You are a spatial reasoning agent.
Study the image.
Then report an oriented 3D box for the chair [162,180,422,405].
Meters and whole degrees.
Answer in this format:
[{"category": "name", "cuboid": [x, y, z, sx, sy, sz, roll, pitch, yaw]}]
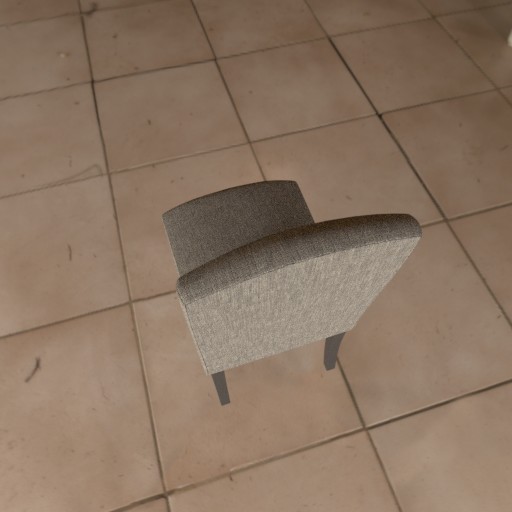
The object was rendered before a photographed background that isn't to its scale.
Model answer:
[{"category": "chair", "cuboid": [0.000, 0.000, 1.242, 0.451, 0.917, 0.580, -16, 60, -9]}]
